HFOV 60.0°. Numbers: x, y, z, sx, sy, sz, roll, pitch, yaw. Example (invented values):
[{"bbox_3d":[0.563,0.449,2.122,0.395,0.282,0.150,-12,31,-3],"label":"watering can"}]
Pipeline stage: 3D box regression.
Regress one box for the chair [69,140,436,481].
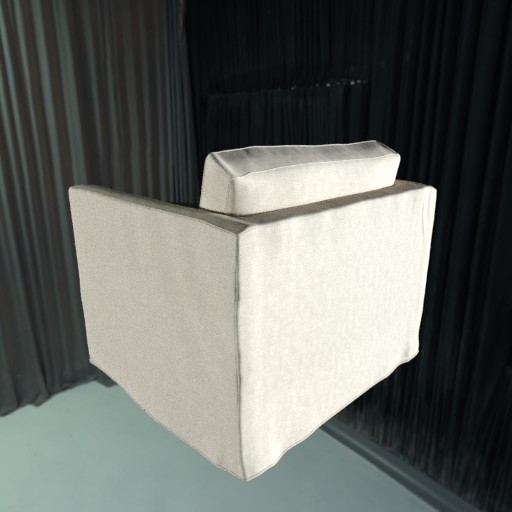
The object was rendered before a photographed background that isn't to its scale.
[{"bbox_3d":[0.000,0.000,1.713,1.057,0.867,0.949,-16,24,-42],"label":"chair"}]
